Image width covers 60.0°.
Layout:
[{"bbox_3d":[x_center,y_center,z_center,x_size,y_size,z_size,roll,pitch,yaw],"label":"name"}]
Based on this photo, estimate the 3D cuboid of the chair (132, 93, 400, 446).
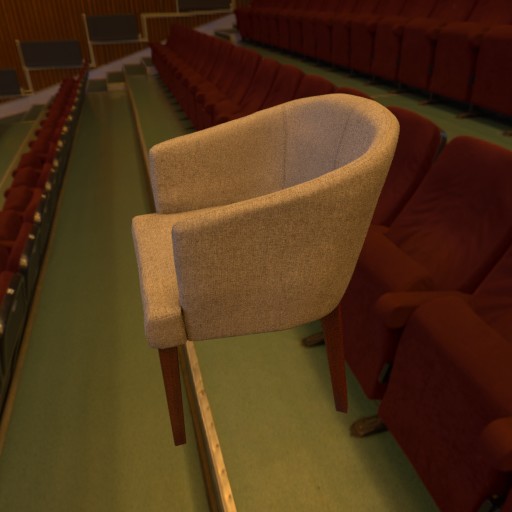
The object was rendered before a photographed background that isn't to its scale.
[{"bbox_3d":[0.000,0.000,1.249,0.655,0.811,0.583,-9,32,-14],"label":"chair"}]
